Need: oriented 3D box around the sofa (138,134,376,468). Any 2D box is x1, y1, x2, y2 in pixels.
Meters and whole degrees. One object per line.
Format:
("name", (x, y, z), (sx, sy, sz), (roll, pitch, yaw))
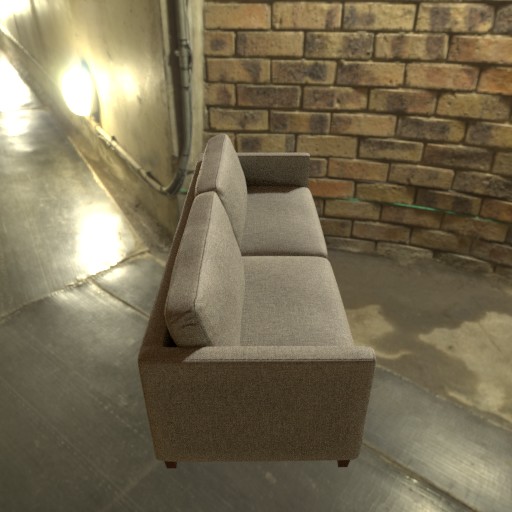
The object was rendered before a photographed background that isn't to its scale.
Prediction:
("sofa", (0.000, 0.000, 2.829), (0.948, 0.951, 2.434), (0, 32, 0))
